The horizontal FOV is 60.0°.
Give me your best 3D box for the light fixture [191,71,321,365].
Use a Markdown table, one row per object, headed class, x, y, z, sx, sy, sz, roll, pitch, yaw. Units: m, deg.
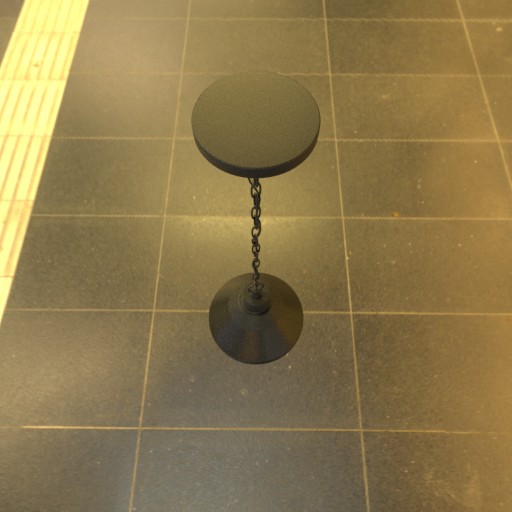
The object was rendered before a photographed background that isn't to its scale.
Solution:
| class | x | y | z | sx | sy | sz | roll | pitch | yaw |
| --- | --- | --- | --- | --- | --- | --- | --- | --- | --- |
| light fixture | 0.000 | 0.000 | 0.675 | 0.201 | 0.588 | 0.201 | -17 | 65 | -8 |
